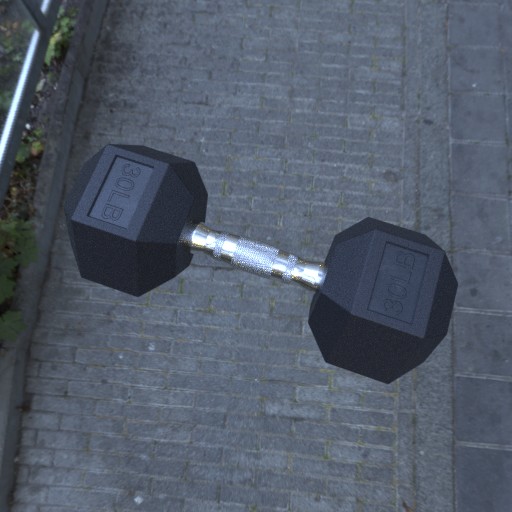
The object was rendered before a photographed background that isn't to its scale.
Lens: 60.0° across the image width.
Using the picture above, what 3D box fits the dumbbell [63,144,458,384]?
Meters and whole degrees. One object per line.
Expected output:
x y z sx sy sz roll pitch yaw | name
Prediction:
0.000 0.000 0.409 0.337 0.123 0.142 18 75 5 | dumbbell
